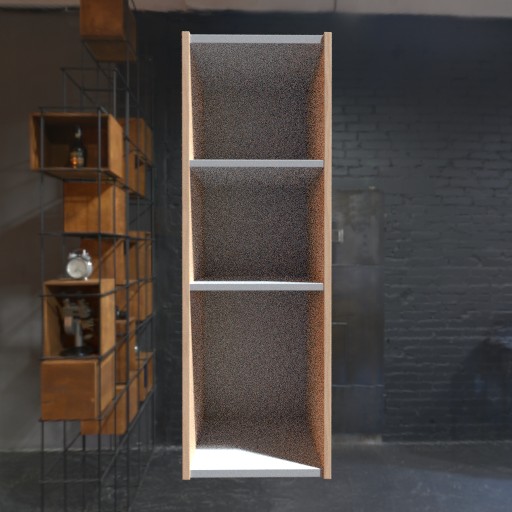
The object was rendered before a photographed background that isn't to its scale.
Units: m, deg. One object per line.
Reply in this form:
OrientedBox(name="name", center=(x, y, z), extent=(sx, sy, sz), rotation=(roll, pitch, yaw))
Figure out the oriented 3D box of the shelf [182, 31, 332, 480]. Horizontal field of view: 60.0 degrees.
OrientedBox(name="shelf", center=(0.000, 0.000, 1.036), extent=(0.300, 0.900, 0.290), rotation=(0, 0, -1))
